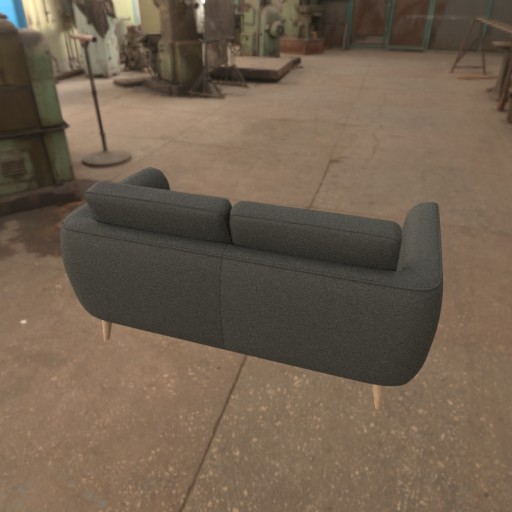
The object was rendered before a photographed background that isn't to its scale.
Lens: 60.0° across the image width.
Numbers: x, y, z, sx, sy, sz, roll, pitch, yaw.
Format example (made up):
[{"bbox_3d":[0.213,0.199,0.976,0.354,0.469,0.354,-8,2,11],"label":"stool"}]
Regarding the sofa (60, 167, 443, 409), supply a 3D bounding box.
[{"bbox_3d":[0.000,0.000,2.217,1.700,0.850,0.920,10,32,16],"label":"sofa"}]
